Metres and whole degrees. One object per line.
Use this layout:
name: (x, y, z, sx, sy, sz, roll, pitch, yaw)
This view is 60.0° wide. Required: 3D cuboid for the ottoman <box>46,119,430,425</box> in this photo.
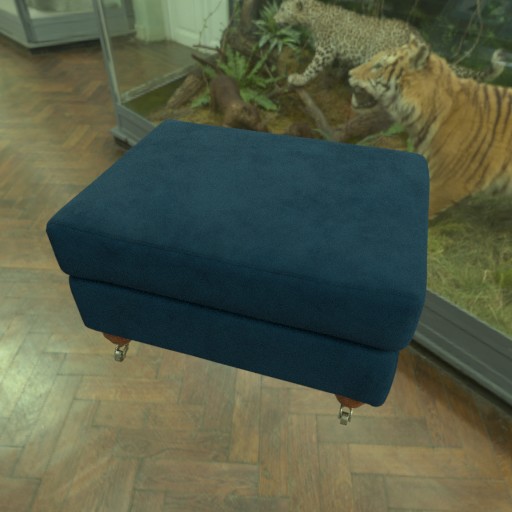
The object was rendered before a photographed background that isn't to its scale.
ottoman: (0.000, 0.000, 1.148, 0.773, 0.503, 0.572, 12, 42, 13)
